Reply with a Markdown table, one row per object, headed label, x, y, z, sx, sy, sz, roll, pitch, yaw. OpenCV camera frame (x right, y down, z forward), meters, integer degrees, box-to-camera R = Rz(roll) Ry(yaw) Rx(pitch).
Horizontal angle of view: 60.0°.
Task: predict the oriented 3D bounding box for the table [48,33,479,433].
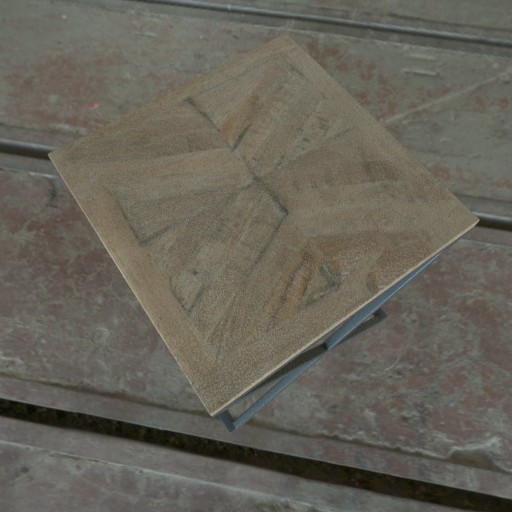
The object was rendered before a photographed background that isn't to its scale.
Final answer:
| label | x | y | z | sx | sy | sz | roll | pitch | yaw |
| --- | --- | --- | --- | --- | --- | --- | --- | --- | --- |
| table | 0.000 | 0.000 | 0.956 | 0.498 | 0.550 | 0.499 | -33 | 70 | -14 |
